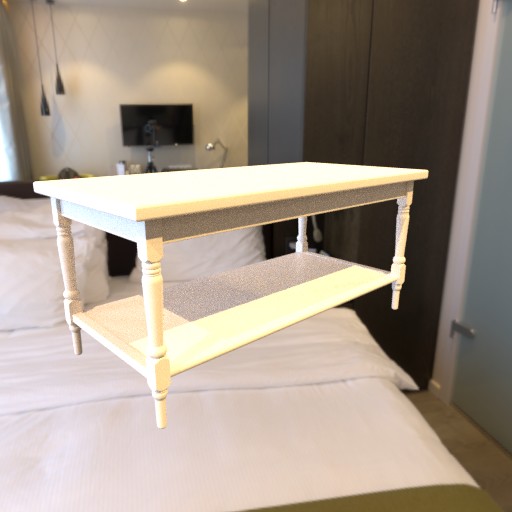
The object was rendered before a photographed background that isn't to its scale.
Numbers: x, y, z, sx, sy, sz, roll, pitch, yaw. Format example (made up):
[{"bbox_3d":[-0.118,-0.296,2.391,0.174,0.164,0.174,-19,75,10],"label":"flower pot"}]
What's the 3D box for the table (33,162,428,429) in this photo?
[{"bbox_3d":[0.000,0.000,1.416,1.107,0.510,0.550,-14,21,-41],"label":"table"}]
